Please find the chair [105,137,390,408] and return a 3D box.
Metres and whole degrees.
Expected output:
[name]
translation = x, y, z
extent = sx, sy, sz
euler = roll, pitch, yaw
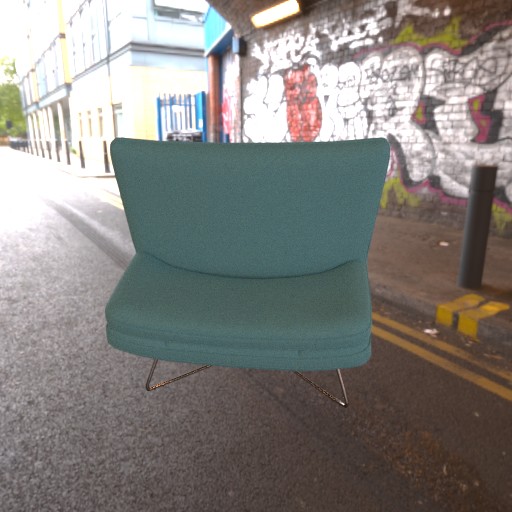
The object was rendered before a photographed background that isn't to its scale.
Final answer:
[chair]
translation = 0.000, 0.000, 1.650
extent = 0.859, 0.855, 1.008
euler = 2, 15, 8
